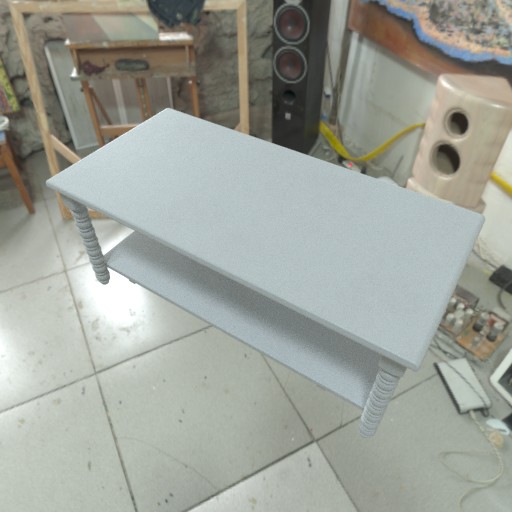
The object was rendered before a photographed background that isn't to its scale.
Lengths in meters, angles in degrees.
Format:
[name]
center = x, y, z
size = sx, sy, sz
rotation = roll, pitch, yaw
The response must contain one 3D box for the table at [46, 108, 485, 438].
[table]
center = 0.000, 0.000, 1.467
size = 1.171, 0.487, 0.580
rotation = 25, 50, 23
